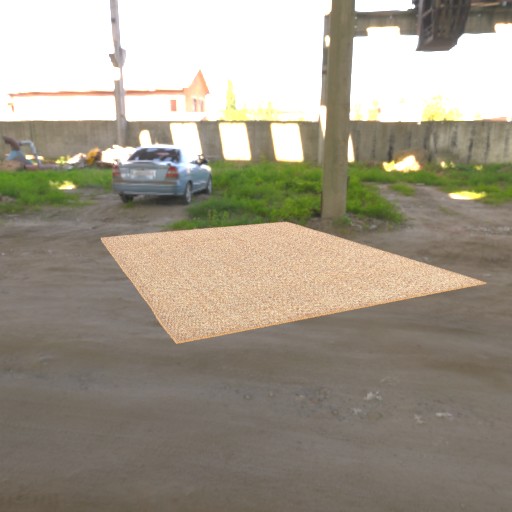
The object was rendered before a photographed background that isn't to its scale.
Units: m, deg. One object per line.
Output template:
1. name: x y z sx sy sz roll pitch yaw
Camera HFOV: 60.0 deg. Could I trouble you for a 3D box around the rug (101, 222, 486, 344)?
1. rug: 0.000 0.000 4.178 2.439 0.013 3.048 -7 16 -25
